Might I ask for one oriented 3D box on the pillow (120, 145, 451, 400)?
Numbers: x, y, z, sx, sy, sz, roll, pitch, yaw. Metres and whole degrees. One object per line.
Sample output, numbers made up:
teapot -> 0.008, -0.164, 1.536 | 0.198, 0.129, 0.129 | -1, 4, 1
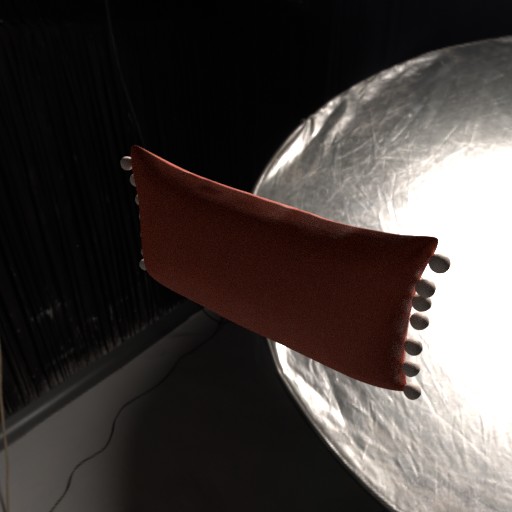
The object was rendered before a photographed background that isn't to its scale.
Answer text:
pillow -> 0.000, 0.000, 0.862 | 0.709, 0.322, 0.201 | 21, 37, 31
